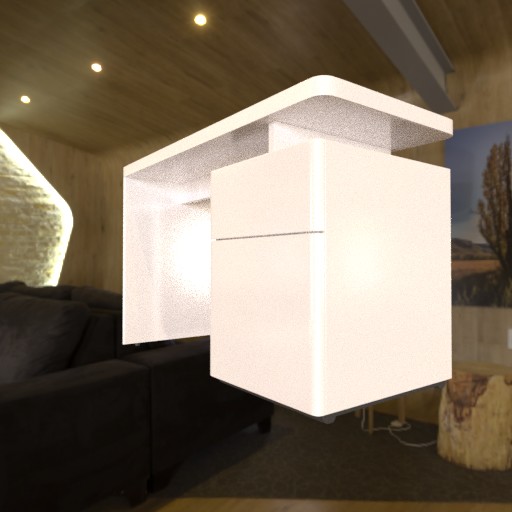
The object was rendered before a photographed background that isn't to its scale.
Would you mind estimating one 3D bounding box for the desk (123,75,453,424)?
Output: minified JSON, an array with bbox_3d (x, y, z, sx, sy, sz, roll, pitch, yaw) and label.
[{"bbox_3d":[0.000,0.000,1.578,0.550,0.760,1.200,1,-1,-37],"label":"desk"}]
